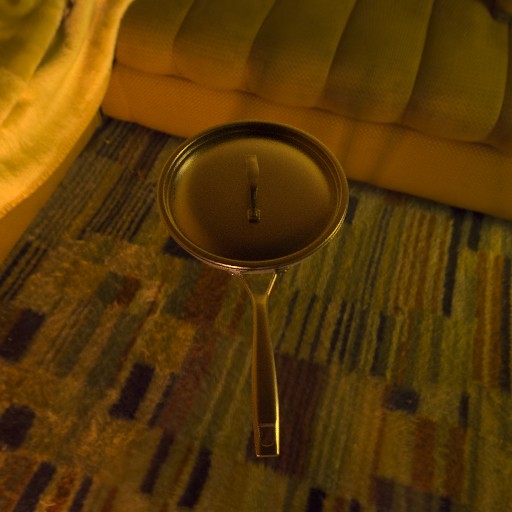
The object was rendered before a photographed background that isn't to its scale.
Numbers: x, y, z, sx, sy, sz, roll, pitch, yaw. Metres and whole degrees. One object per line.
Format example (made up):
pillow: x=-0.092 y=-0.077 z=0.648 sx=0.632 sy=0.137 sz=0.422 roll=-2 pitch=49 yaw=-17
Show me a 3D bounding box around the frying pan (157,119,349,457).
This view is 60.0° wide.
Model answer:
frying pan: x=0.000 y=0.000 z=0.585 sx=0.272 sy=0.086 sz=0.490 roll=-2 pitch=59 yaw=-1
